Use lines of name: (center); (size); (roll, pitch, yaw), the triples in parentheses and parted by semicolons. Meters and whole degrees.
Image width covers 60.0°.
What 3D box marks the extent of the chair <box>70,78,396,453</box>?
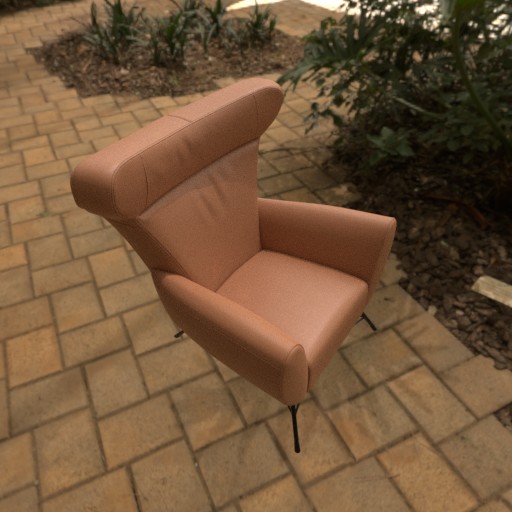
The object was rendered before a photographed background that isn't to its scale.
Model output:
chair: (0.000, 0.000, 1.766); (0.900, 1.050, 0.980); (25, 47, 25)
